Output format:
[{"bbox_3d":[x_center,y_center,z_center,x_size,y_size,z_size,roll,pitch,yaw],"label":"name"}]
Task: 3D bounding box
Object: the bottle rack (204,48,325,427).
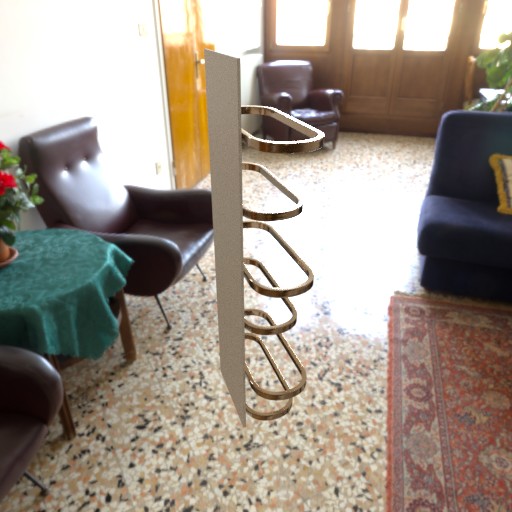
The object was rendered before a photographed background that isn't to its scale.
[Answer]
[{"bbox_3d":[0.000,0.000,0.845,0.118,0.709,0.332,-10,30,-17],"label":"bottle rack"}]
